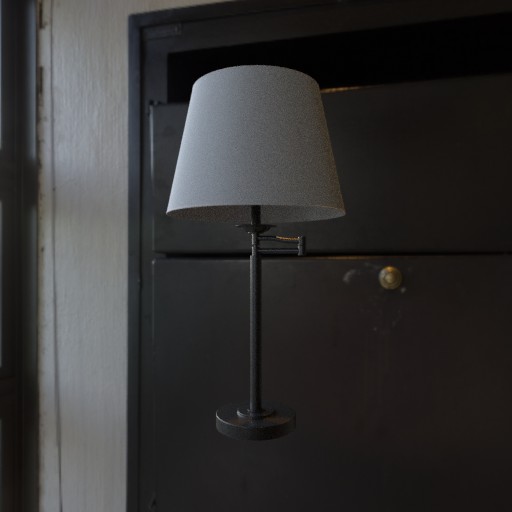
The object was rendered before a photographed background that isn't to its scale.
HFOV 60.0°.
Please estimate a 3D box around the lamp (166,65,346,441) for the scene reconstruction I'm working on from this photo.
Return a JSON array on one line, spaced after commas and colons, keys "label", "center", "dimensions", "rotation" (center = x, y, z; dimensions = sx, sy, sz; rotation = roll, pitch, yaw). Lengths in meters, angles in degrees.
[{"label": "lamp", "center": [0.000, 0.000, 0.915], "dimensions": [0.363, 0.696, 0.363], "rotation": [0, 0, 0]}]
